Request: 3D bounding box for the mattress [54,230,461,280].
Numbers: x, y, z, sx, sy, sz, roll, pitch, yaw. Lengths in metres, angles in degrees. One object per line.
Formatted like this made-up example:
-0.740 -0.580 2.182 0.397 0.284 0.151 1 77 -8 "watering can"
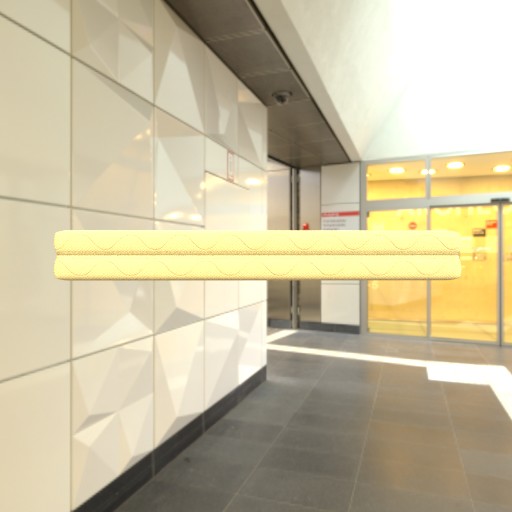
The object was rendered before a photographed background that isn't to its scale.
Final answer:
0.000 0.000 2.730 1.600 0.200 2.000 0 0 -1 "mattress"
